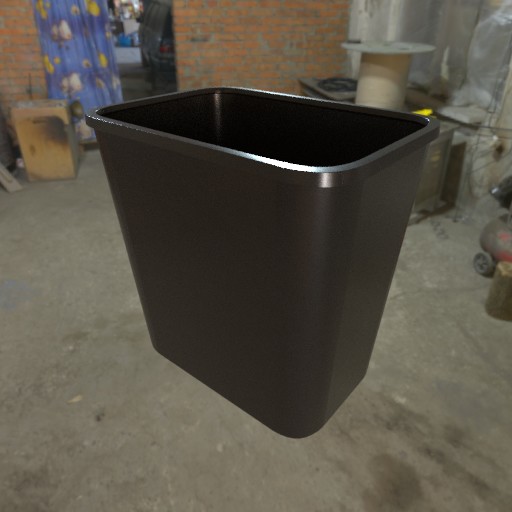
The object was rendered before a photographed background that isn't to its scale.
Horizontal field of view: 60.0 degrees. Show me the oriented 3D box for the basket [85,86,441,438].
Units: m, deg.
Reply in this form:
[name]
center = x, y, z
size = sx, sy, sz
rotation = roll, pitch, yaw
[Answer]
[basket]
center = 0.000, 0.000, 0.495
size = 0.300, 0.307, 0.211
rotation = 23, 37, 34
